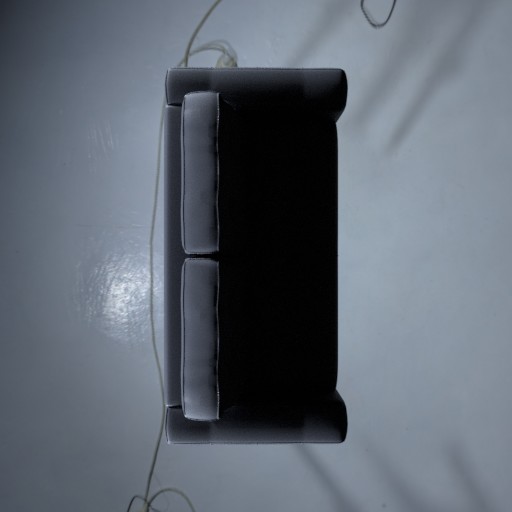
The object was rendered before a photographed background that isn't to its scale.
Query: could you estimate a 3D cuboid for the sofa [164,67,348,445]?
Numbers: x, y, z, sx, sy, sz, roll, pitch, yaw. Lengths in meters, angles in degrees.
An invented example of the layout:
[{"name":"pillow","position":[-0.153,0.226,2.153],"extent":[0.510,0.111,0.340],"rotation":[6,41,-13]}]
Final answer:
[{"name":"sofa","position":[0.000,0.000,2.173],"extent":[0.833,0.893,1.726],"rotation":[0,90,-1]}]
